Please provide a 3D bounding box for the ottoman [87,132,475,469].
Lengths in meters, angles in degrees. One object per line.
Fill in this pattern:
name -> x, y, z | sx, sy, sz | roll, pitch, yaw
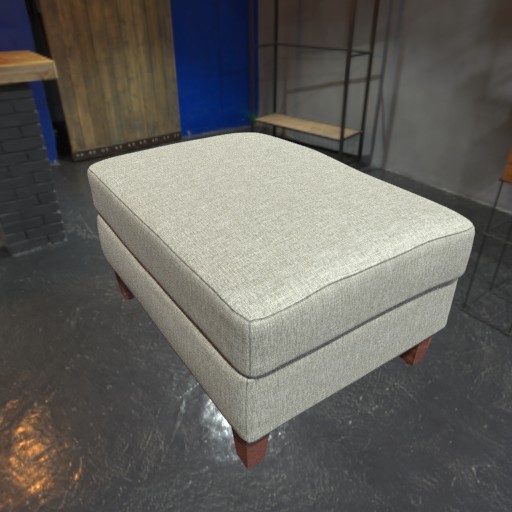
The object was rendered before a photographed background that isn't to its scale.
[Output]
ottoman -> 0.000, 0.000, 1.218 | 0.639, 0.494, 0.873 | -20, 36, -29
